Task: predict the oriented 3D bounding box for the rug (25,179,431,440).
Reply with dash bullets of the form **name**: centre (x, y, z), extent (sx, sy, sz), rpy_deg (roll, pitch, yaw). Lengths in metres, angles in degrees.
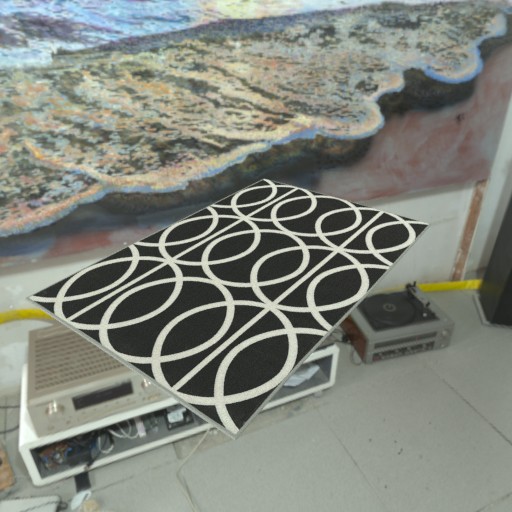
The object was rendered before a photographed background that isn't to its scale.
- **rug**: centre (0.000, 0.000, 2.869), extent (1.526, 0.014, 2.290), rpy_deg (21, 37, 31)
